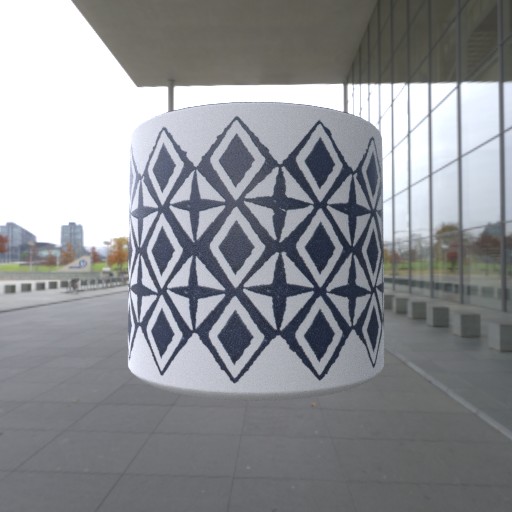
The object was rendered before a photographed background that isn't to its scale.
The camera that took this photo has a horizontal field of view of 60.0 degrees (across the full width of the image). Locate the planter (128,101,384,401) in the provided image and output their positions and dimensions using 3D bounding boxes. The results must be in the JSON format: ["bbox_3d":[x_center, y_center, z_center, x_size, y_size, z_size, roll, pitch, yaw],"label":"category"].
[{"bbox_3d":[0.000,0.000,0.405,0.224,0.203,0.224,0,-1,0],"label":"planter"}]
